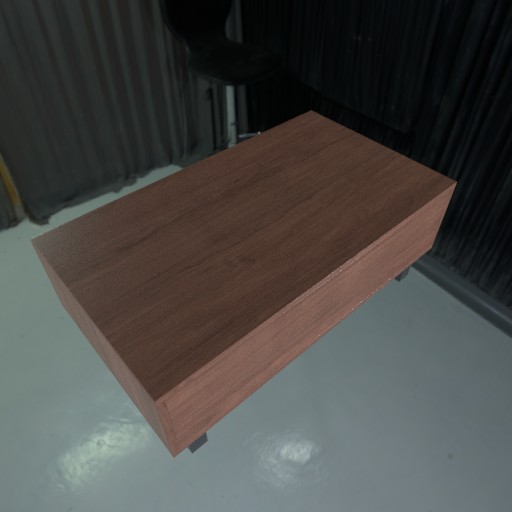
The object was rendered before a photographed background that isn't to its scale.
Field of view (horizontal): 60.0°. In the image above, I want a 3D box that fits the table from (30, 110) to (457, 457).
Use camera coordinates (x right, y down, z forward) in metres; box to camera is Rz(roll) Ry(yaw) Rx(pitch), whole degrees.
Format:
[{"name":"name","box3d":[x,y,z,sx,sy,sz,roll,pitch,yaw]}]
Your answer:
[{"name":"table","box3d":[0.000,0.000,1.335,1.020,0.380,0.600,-32,53,-28]}]
